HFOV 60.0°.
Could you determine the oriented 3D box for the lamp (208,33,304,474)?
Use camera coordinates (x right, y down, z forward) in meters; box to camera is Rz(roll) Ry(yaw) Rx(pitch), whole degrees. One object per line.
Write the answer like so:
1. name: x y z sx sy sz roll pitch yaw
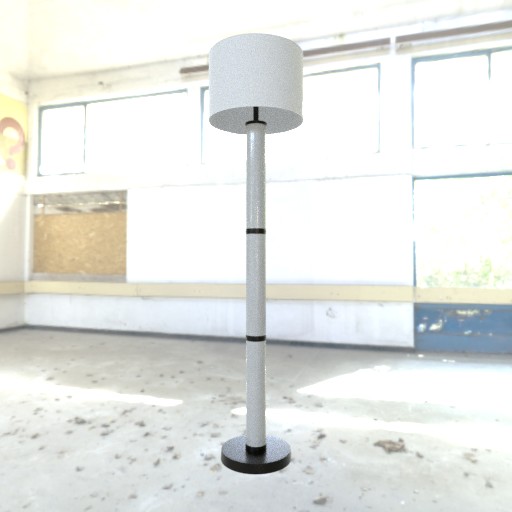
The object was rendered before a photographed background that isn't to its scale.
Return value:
1. lamp: 0.000 0.000 1.763 0.377 1.599 0.377 0 0 18
